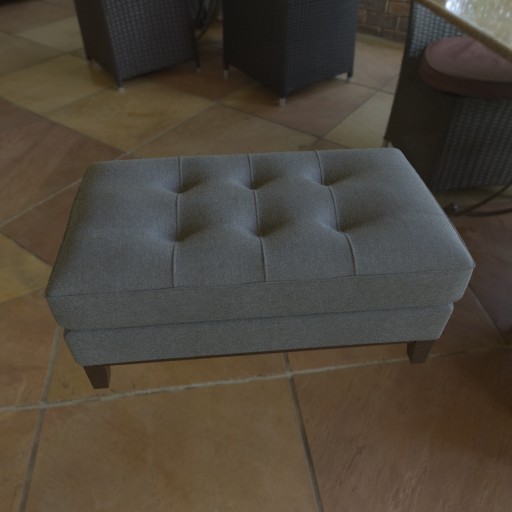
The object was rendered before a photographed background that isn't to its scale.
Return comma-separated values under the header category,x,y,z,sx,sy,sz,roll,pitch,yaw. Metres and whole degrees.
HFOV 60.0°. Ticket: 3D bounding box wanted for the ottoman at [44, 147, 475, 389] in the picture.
category,x,y,z,sx,sy,sz,roll,pitch,yaw
ottoman,0.000,0.000,1.489,1.143,0.514,0.648,-4,44,-4
